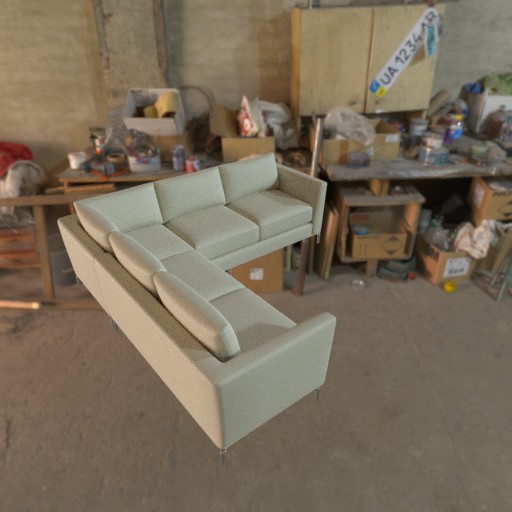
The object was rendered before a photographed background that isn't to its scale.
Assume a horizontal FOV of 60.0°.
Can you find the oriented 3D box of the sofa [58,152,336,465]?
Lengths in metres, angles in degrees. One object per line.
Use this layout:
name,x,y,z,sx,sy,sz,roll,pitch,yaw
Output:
sofa,0.000,0.000,3.743,2.448,0.867,2.430,-22,37,-32
